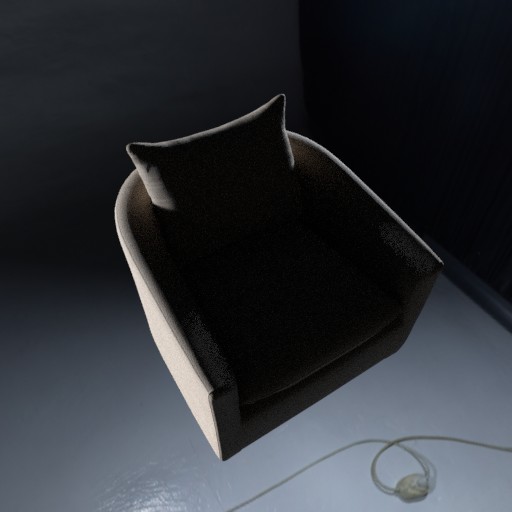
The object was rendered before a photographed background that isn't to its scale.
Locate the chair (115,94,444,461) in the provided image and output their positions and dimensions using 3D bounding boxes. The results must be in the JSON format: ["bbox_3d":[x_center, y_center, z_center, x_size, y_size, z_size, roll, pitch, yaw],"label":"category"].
[{"bbox_3d":[0.000,0.000,1.589,0.845,0.848,0.910,-25,52,-21],"label":"chair"}]
